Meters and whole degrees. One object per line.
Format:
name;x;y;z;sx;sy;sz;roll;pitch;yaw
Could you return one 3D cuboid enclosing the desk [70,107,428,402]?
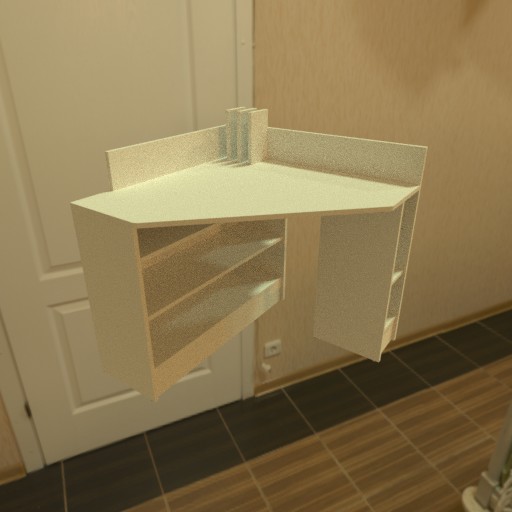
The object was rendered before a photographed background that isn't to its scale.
desk;0.000;0.000;1.774;0.940;0.986;0.940;17;31;32
